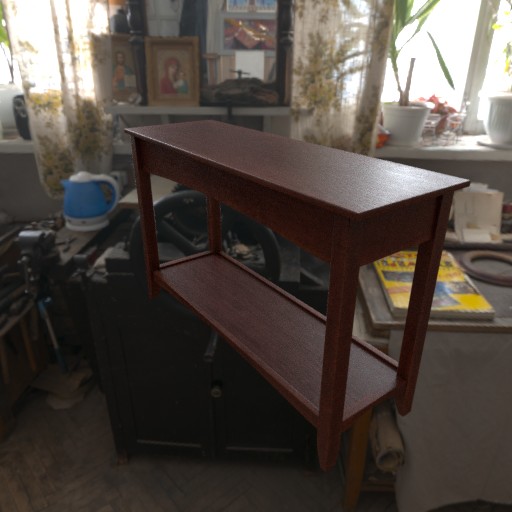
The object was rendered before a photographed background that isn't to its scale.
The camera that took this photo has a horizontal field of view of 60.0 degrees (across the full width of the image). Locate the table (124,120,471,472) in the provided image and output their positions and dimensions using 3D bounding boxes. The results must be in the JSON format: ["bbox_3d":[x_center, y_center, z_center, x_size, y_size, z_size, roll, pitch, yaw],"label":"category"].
[{"bbox_3d":[0.000,0.000,1.531,0.392,0.739,1.188,-17,30,-32],"label":"table"}]
